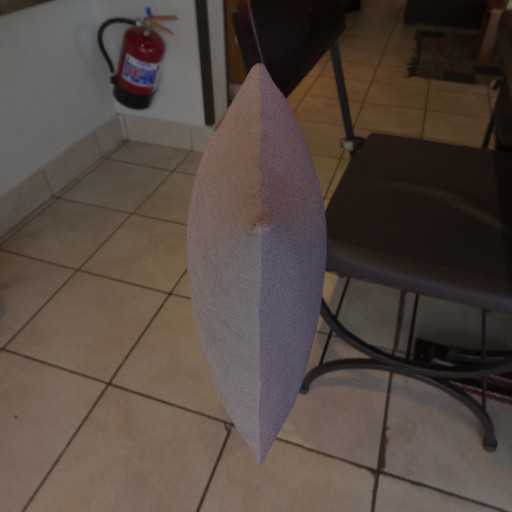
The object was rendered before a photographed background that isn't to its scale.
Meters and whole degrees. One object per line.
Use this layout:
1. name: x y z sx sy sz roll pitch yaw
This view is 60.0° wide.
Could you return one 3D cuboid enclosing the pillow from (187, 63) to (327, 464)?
1. pillow: 0.000 0.000 0.686 0.204 0.439 0.452 0 40 0
